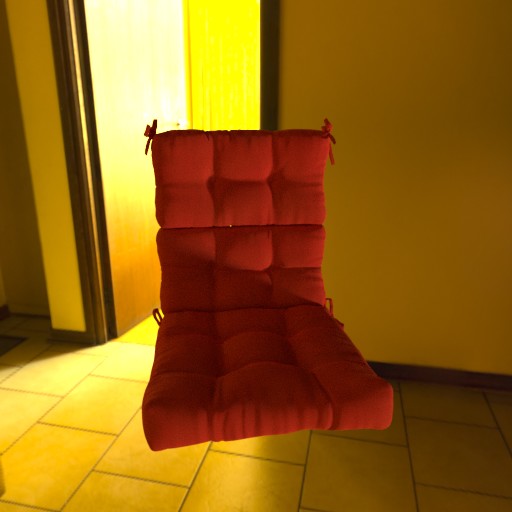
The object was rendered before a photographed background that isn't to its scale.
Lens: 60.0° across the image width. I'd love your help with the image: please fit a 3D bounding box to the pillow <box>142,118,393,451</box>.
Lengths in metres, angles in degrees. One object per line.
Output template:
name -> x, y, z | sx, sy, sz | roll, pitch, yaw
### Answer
pillow -> 0.000, 0.000, 1.010 | 0.519, 0.605, 0.571 | -2, 17, -7
